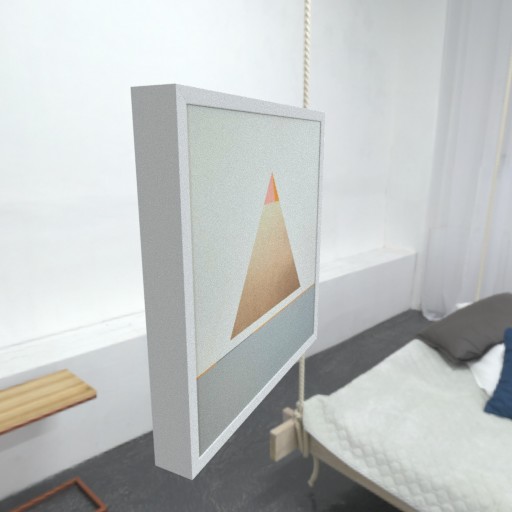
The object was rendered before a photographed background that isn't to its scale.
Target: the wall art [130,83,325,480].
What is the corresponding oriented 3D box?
[{"bbox_3d":[0.000,0.000,0.465,0.038,0.304,0.305,7,16,26],"label":"wall art"}]
